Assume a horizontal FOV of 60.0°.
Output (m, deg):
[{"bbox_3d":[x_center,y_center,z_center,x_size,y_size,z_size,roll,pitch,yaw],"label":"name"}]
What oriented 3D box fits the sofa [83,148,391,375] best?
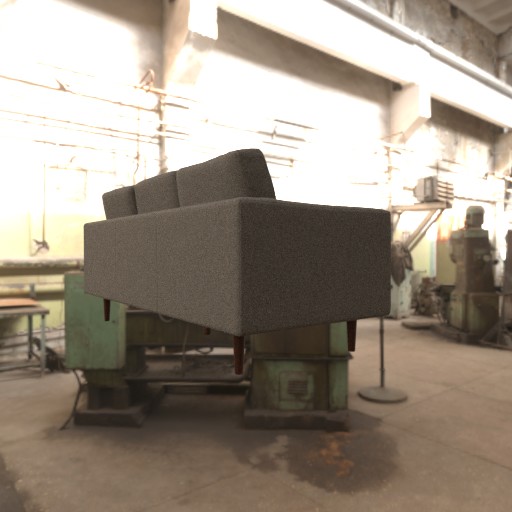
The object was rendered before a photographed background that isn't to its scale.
[{"bbox_3d":[0.000,0.000,2.938,1.667,0.957,2.055,-1,1,-36],"label":"sofa"}]
